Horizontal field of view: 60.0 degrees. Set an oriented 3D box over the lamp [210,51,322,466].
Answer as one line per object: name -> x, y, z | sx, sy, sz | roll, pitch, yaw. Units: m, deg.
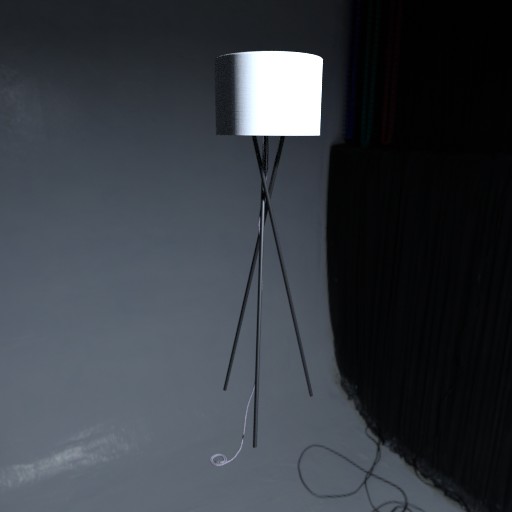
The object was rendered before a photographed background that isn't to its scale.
lamp -> 0.000, 0.000, 1.996 | 0.667, 1.624, 0.522 | -8, 18, -27
